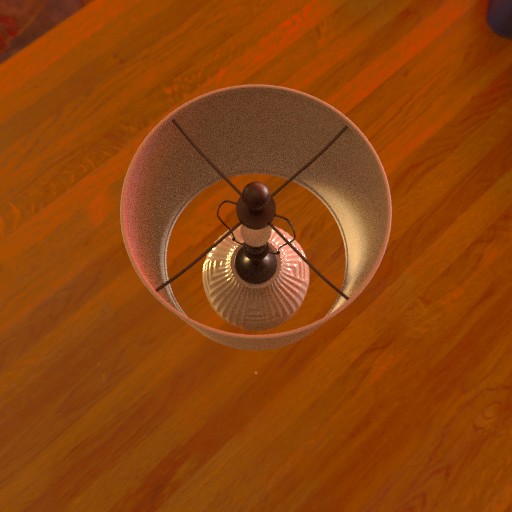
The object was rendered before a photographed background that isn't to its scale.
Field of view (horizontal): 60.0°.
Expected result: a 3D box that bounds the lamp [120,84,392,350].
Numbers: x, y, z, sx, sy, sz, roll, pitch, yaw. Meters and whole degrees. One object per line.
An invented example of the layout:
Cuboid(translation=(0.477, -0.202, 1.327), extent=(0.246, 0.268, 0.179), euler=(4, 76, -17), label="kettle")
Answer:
Cuboid(translation=(0.000, 0.000, 0.760), extent=(0.318, 0.567, 0.318), euler=(0, 75, 0), label="lamp")
